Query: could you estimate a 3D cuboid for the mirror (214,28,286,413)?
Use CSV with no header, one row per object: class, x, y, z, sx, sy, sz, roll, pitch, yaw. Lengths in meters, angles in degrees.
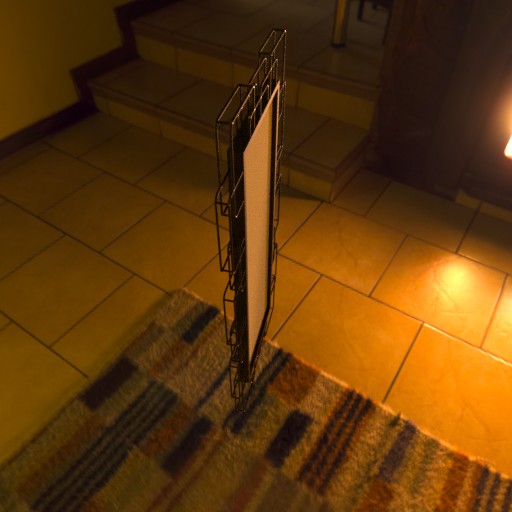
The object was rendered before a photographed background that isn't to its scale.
mirror,0.000,0.000,1.399,0.037,1.192,0.565,10,47,10
